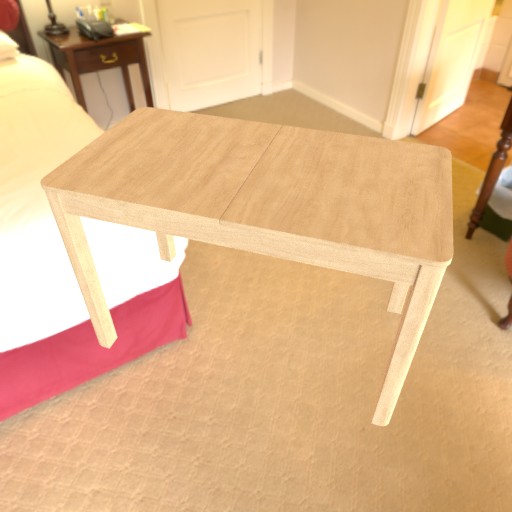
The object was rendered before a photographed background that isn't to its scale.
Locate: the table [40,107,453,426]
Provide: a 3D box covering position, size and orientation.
[{"bbox_3d":[0.000,0.000,1.959,1.400,0.900,0.750,12,42,14],"label":"table"}]
